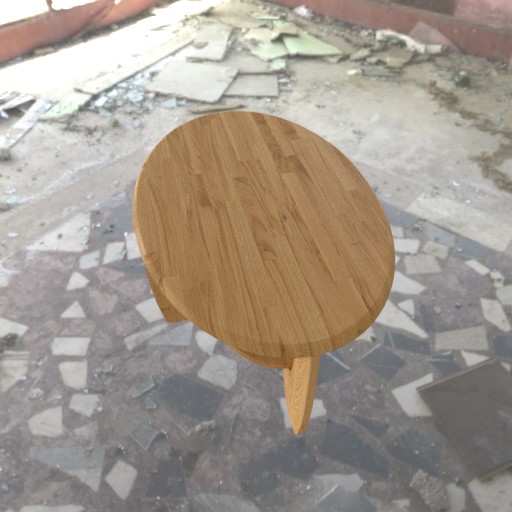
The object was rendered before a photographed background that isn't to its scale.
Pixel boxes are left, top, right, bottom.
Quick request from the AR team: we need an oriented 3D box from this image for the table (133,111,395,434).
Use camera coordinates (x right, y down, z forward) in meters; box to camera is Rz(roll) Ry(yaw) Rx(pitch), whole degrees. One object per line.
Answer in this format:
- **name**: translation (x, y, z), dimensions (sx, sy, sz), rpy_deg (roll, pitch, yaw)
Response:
- **table**: translation (0.000, 0.000, 1.426), dimensions (0.690, 0.490, 1.040), rpy_deg (-10, 47, -10)
